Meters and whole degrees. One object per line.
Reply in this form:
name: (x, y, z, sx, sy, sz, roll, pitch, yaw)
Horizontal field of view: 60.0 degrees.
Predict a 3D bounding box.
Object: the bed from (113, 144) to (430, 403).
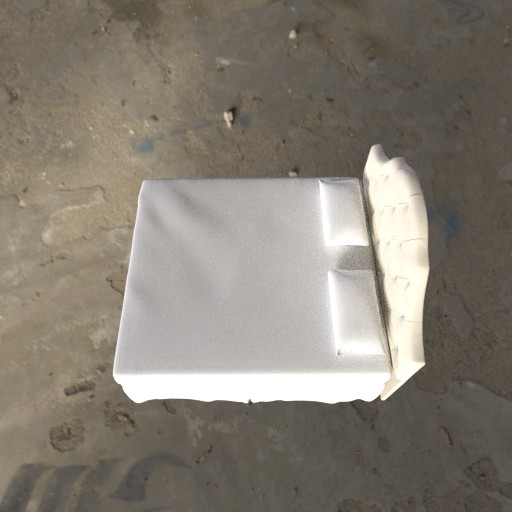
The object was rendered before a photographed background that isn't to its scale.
bed: (0.000, 0.000, 3.611, 2.214, 1.615, 2.008, 0, 60, 0)
